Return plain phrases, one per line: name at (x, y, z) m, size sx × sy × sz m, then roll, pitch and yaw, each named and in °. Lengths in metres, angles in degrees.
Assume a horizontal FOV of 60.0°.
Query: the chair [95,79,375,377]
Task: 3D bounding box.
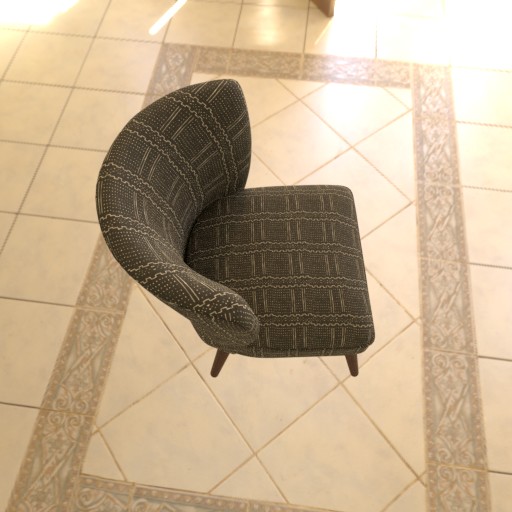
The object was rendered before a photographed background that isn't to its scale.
chair at (0.000, 0.000, 1.427) m, size 0.758 × 0.866 × 0.710 m, roll -2°, pitch 64°, yaw -1°
